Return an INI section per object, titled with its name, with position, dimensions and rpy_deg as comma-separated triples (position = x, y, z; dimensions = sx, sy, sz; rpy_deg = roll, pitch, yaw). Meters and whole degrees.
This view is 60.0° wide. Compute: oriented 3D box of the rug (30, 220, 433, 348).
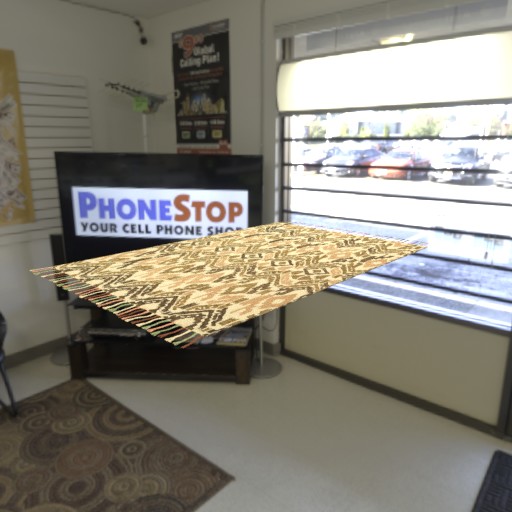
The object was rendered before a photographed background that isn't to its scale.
[rug]
position = 0.000, 0.000, 3.045
dimensions = 1.524, 0.008, 2.438
rpy_deg = 14, 20, 42
